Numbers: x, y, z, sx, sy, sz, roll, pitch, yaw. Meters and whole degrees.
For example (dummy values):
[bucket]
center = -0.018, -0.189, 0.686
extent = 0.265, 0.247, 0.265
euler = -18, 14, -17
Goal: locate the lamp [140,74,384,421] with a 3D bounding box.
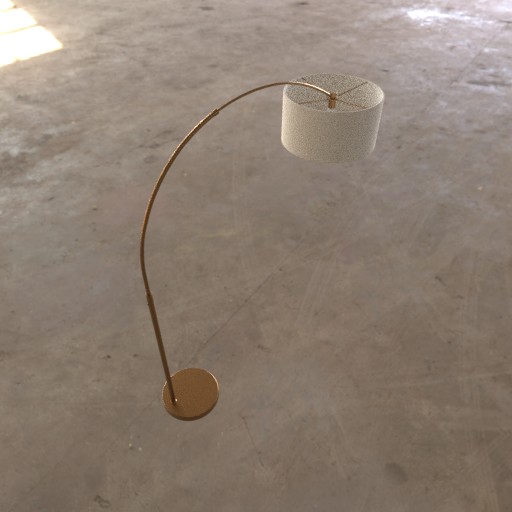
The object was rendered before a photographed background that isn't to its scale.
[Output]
[lamp]
center = 0.000, 0.000, 2.540
extent = 1.434, 1.927, 0.493
euler = -26, 48, -26
